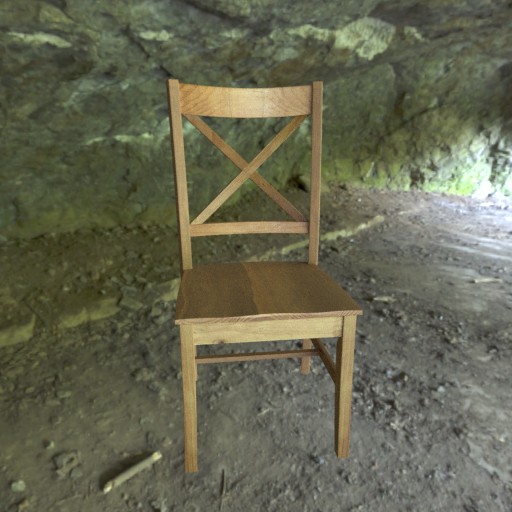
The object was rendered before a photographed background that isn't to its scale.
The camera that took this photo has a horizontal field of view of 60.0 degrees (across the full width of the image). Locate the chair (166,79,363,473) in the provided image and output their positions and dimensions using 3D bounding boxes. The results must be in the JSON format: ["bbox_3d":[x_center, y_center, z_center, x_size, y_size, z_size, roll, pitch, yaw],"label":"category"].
[{"bbox_3d":[0.000,0.000,1.267,0.485,0.983,0.542,-2,16,-7],"label":"chair"}]
